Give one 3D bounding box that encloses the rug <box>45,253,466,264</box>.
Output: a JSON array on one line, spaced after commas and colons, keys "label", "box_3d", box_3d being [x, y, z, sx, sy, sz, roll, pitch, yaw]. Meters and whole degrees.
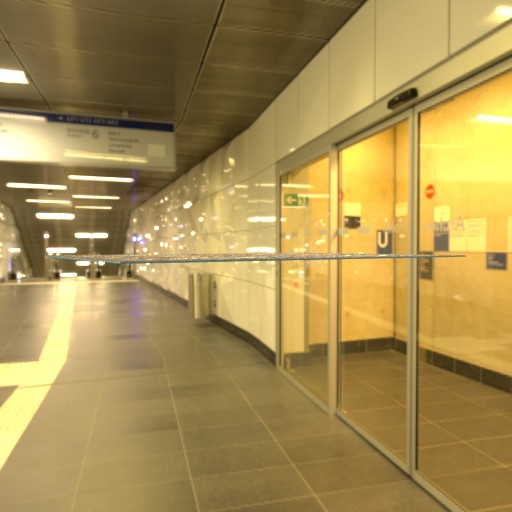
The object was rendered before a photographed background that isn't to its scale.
[{"label": "rug", "box_3d": [0.000, 0.000, 2.988, 2.373, 0.009, 1.622, -1, 1, -35]}]
